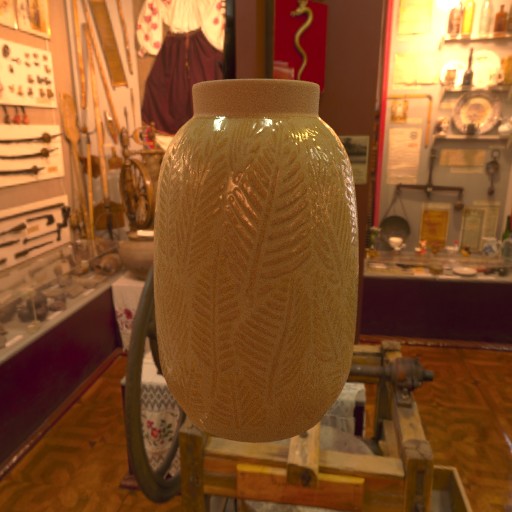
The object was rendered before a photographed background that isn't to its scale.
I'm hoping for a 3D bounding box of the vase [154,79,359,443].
[{"bbox_3d":[0.000,0.000,0.375,0.172,0.270,0.172,0,16,0],"label":"vase"}]
